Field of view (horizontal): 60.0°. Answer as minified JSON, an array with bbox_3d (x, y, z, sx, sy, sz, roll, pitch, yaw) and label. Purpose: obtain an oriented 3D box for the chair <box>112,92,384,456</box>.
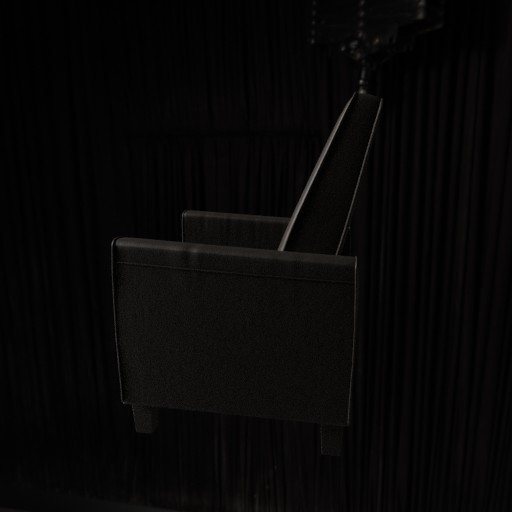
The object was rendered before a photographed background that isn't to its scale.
[{"bbox_3d":[0.000,0.000,1.526,0.746,1.013,0.705,2,14,10],"label":"chair"}]
